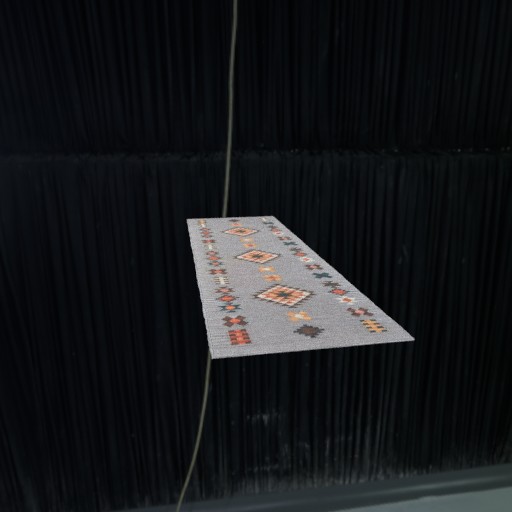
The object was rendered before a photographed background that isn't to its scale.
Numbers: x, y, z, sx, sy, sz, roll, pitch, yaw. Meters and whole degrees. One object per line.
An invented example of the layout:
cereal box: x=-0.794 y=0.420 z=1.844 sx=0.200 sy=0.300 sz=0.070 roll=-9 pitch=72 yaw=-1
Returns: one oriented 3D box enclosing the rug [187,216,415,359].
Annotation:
rug: x=0.000 y=0.000 z=2.745 sx=0.766 sy=0.008 sz=2.432 roll=-3 pitch=16 yaw=-10
